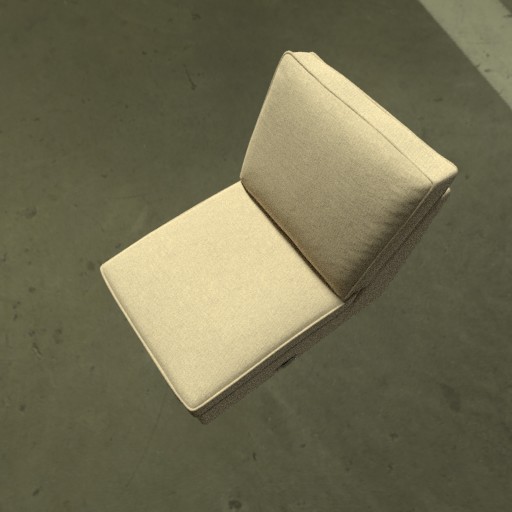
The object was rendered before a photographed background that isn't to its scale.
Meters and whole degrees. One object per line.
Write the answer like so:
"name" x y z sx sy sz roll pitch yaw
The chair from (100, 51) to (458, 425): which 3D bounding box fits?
"chair" 0.000 0.000 1.515 0.938 0.970 0.621 -33 67 -16
